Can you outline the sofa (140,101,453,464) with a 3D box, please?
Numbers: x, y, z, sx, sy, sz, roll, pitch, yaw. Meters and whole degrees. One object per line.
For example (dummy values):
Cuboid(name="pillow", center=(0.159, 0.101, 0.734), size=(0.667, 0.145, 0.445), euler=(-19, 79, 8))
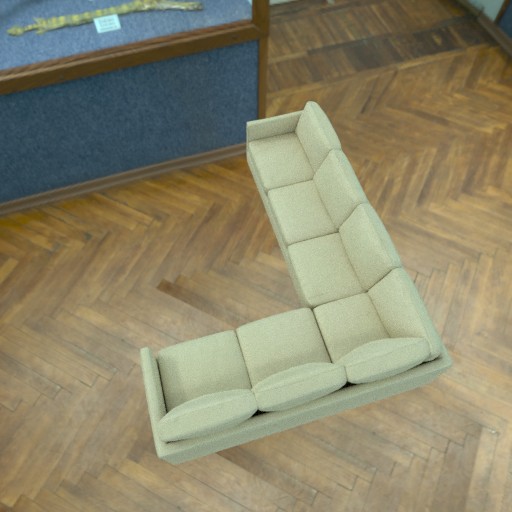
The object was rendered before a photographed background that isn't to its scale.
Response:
Cuboid(name="sofa", center=(0.000, 0.000, 4.557), size=(2.593, 0.947, 3.302), euler=(-14, 61, -8))
